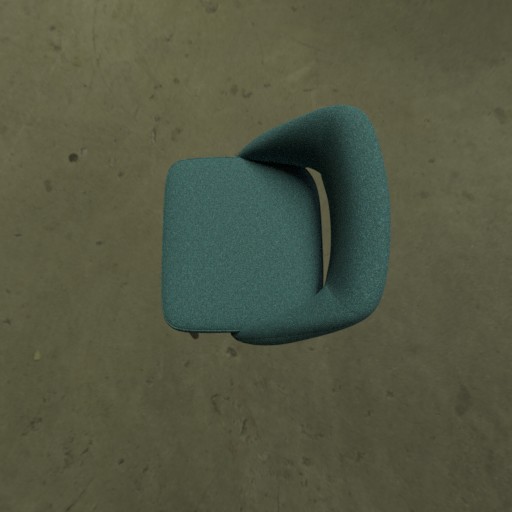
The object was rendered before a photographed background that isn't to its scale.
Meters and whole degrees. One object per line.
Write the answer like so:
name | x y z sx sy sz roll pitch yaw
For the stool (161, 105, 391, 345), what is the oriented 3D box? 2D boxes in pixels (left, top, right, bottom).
stool | 0.000 0.000 1.340 0.522 1.032 0.536 -1 78 0
